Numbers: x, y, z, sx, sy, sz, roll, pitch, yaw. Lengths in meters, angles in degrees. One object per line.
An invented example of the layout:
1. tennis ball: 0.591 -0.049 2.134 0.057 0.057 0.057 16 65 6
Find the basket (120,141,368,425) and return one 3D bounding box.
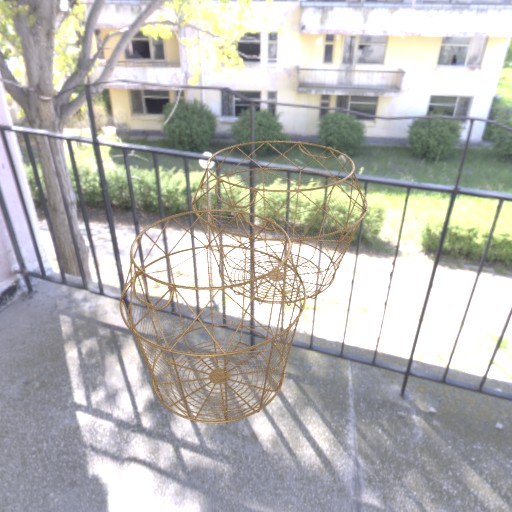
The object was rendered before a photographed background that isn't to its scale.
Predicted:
1. basket: 0.000 0.000 1.044 0.451 0.343 0.805 10 33 17
